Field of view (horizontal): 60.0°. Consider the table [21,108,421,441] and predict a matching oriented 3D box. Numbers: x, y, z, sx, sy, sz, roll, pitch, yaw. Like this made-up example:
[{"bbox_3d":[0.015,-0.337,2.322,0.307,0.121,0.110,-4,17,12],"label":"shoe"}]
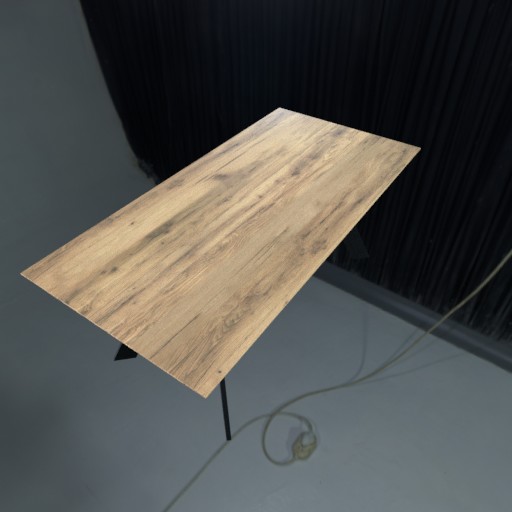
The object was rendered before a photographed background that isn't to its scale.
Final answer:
[{"bbox_3d":[0.000,0.000,2.502,1.000,0.770,2.000,25,48,25],"label":"table"}]
